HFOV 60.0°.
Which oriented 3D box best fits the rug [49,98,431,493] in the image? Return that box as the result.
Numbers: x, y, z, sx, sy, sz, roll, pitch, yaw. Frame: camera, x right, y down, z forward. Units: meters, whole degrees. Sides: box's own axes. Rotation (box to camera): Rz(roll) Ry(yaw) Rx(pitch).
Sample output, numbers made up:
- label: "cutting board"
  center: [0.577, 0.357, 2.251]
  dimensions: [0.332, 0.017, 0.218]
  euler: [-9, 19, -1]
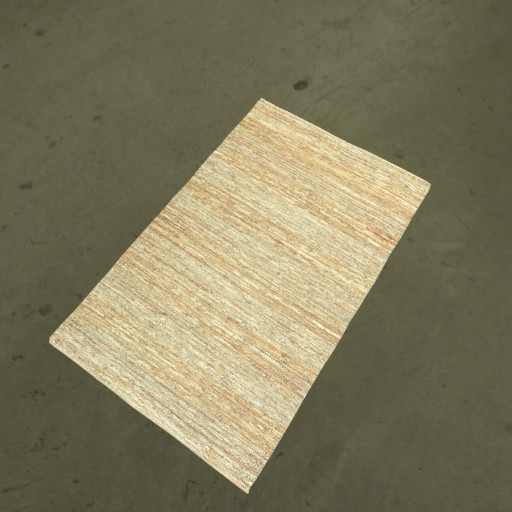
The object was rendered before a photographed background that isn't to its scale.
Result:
- label: "rug"
  center: [0.000, 0.000, 3.033]
  dimensions: [1.529, 0.009, 2.446]
  euler: [31, 68, 14]
